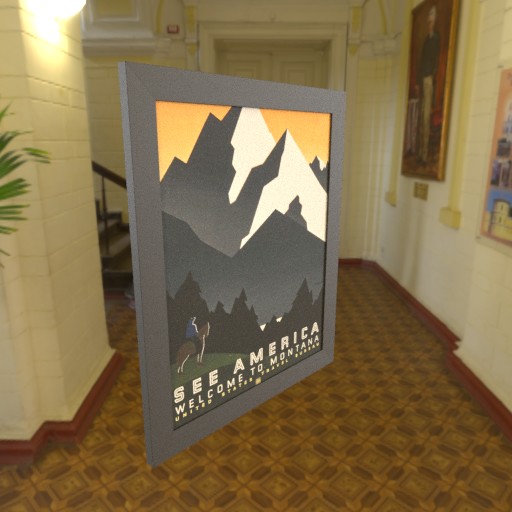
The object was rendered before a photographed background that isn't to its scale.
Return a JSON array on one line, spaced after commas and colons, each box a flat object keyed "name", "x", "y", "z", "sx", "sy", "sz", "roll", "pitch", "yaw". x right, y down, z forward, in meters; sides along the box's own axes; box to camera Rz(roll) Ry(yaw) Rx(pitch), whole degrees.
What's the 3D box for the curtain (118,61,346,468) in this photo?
[{"name": "curtain", "x": 0.000, "y": 0.000, "z": 0.790, "sx": 0.027, "sy": 0.585, "sz": 0.483, "roll": 14, "pitch": 20, "yaw": 43}]
